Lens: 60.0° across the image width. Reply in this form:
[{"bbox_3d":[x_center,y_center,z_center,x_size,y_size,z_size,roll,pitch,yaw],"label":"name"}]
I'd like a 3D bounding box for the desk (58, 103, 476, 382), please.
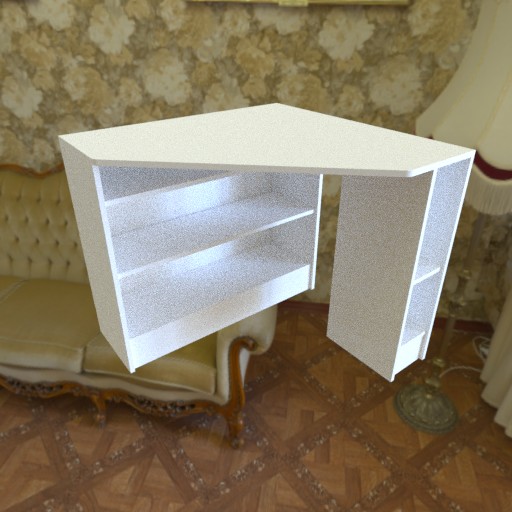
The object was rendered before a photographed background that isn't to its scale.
[{"bbox_3d":[0.000,0.000,1.592,0.940,0.818,0.926,-21,35,-32],"label":"desk"}]
